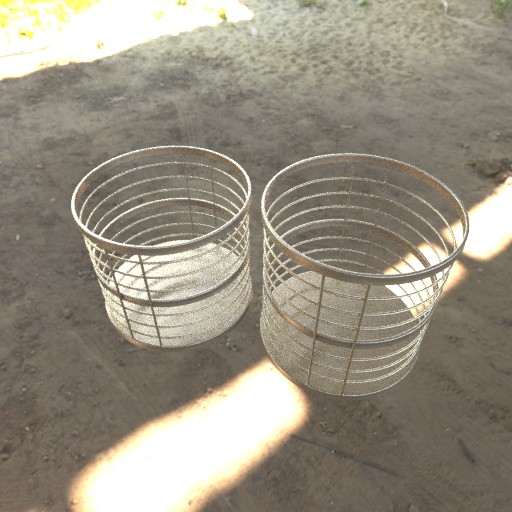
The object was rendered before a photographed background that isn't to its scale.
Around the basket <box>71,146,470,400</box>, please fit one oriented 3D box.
[{"bbox_3d":[0.000,0.000,0.937,0.746,0.351,0.356,12,44,12],"label":"basket"}]
